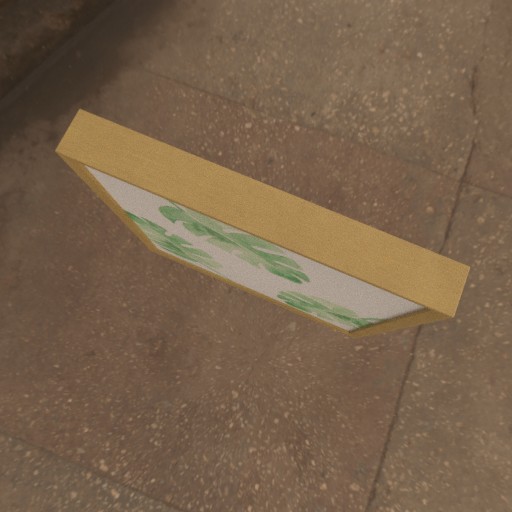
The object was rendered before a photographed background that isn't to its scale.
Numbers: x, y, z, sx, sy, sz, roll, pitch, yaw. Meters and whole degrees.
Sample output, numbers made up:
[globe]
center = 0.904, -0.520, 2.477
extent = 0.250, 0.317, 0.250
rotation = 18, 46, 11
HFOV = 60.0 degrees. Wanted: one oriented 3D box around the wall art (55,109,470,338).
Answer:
[wall art]
center = 0.000, 0.000, 0.462
extent = 0.305, 0.305, 0.038
rotation = 23, 78, 5
